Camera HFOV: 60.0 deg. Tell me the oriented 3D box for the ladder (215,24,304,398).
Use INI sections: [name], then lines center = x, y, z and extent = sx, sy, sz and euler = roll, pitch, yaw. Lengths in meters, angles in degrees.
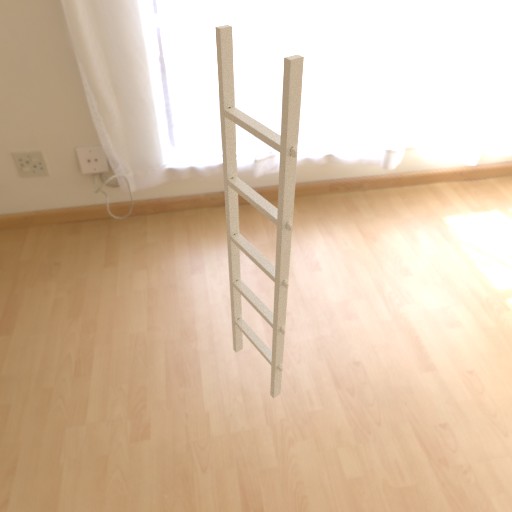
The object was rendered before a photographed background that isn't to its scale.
[ladder]
center = 0.000, 0.000, 1.973
extent = 0.051, 1.797, 0.452
euler = -26, 48, -26
